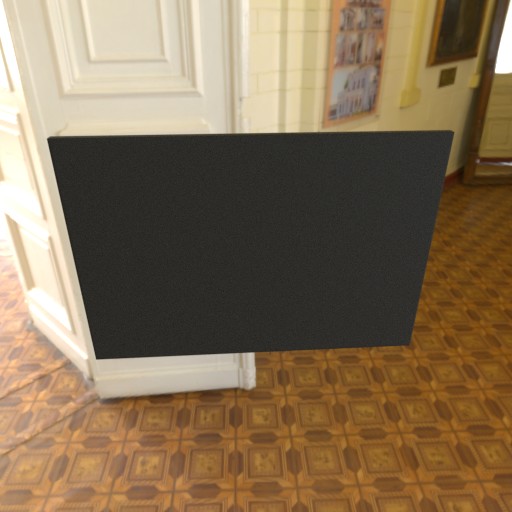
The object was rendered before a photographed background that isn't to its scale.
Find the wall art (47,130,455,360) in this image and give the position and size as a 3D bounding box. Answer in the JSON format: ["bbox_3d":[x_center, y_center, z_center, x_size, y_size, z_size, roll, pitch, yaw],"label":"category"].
[{"bbox_3d":[0.000,0.000,1.212,0.964,0.659,0.049,-1,28,-2],"label":"wall art"}]
